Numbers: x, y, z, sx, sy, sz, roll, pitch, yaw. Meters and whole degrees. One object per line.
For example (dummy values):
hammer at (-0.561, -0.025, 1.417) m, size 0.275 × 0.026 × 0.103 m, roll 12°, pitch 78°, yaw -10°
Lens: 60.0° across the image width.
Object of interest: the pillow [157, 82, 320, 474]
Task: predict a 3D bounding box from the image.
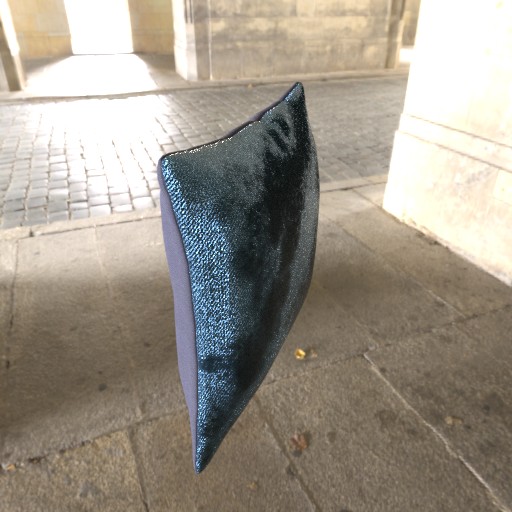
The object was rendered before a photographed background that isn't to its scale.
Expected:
pillow at (0.000, 0.000, 0.652) m, size 0.138 × 0.430 × 0.436 m, roll 11°, pitch 31°, yaw 18°
